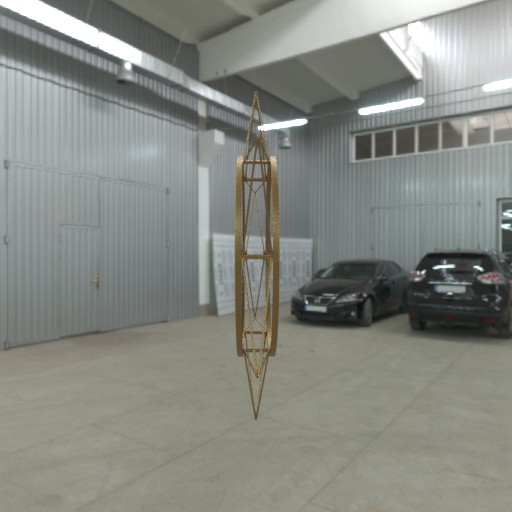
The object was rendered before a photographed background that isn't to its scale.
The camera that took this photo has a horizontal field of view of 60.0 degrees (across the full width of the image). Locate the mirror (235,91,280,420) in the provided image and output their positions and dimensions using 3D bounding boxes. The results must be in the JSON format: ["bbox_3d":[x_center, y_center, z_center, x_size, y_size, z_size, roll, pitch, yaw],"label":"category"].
[{"bbox_3d":[0.000,0.000,0.783,0.062,0.581,0.498,0,0,-1],"label":"mirror"}]
